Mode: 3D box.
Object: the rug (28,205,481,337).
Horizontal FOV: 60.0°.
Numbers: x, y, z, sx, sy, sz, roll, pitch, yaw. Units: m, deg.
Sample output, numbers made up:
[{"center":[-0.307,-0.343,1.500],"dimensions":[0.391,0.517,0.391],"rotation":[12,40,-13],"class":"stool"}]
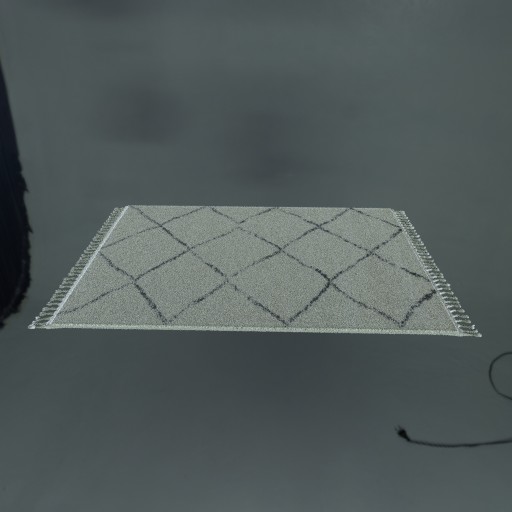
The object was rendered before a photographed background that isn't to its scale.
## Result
[{"center":[0.000,0.000,2.887],"dimensions":[2.307,0.031,1.494],"rotation":[1,31,1],"class":"rug"}]
